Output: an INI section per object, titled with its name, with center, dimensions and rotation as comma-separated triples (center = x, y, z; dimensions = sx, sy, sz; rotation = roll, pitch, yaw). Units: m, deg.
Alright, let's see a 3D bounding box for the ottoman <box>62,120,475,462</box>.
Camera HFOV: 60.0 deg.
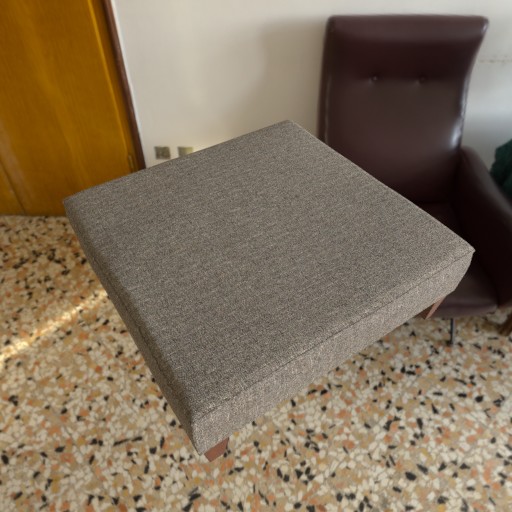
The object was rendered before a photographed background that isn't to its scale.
[ottoman]
center = 0.000, 0.000, 1.561
dimensions = 1.016, 0.379, 0.981
rotation = -26, 51, -23
